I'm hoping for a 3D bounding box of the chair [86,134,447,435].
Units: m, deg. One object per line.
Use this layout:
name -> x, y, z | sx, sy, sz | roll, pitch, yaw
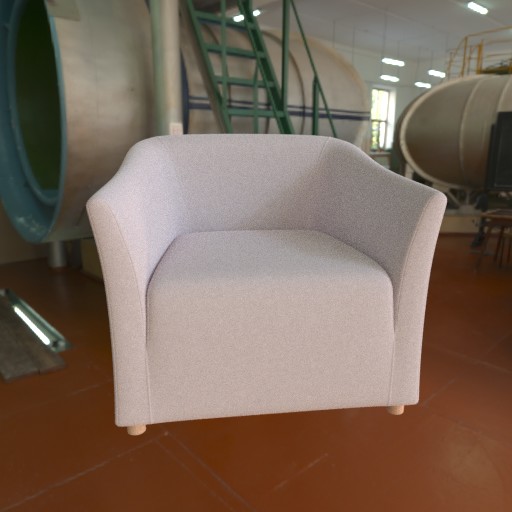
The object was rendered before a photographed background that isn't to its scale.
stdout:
chair -> 0.000, 0.000, 1.325 | 0.790, 0.720, 0.700 | -2, 14, -7
